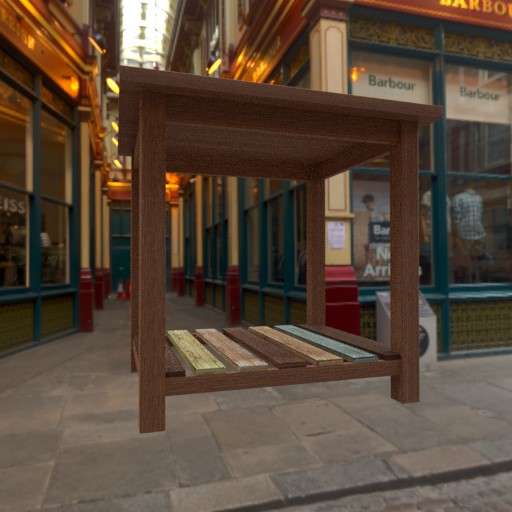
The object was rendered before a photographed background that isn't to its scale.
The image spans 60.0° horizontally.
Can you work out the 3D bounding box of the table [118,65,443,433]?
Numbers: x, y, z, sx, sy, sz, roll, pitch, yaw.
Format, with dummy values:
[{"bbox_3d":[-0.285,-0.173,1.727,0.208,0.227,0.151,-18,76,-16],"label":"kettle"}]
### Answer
[{"bbox_3d":[0.000,0.000,1.109,0.660,0.635,0.559,0,-1,-18],"label":"table"}]
